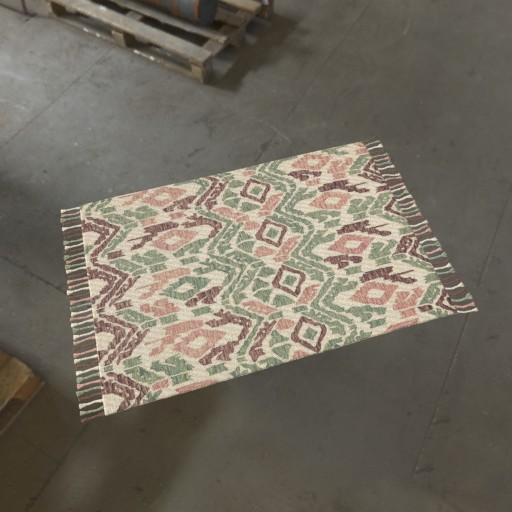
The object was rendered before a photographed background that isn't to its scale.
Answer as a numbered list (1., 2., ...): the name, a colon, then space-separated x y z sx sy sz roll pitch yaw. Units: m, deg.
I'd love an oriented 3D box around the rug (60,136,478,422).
1. rug: 0.000 0.000 2.927 2.438 0.011 1.524 -14 62 -8
